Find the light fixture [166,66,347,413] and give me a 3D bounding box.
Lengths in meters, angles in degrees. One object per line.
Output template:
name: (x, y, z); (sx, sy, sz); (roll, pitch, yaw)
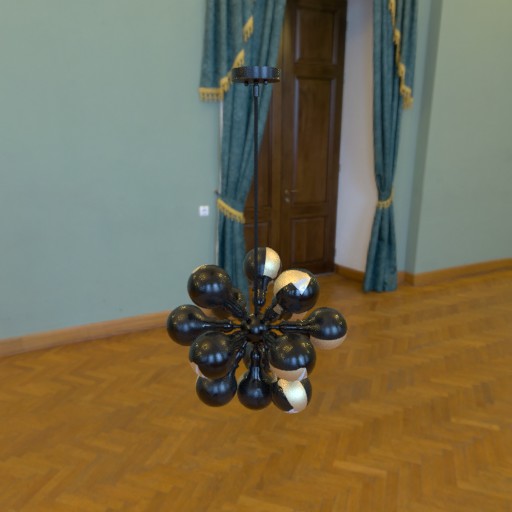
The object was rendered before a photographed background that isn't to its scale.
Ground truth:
light fixture: (0.000, 0.000, 1.099); (0.420, 0.859, 0.468); (-8, 17, -26)
